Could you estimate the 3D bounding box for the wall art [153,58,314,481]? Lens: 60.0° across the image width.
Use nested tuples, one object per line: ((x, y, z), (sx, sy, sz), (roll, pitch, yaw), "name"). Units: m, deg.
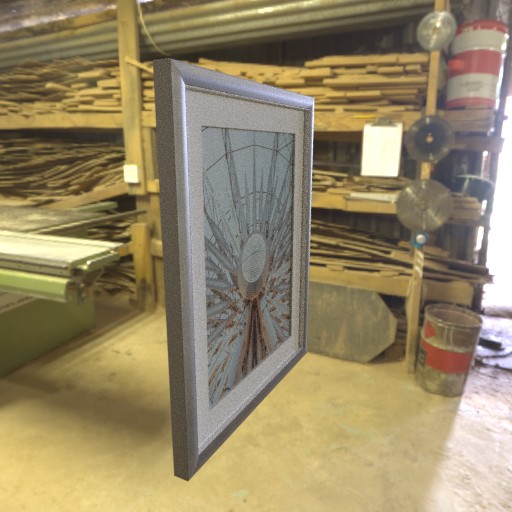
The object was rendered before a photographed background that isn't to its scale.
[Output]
((0.000, 0.000, 0.765), (0.029, 0.558, 0.458), (7, 15, 27), "wall art")
